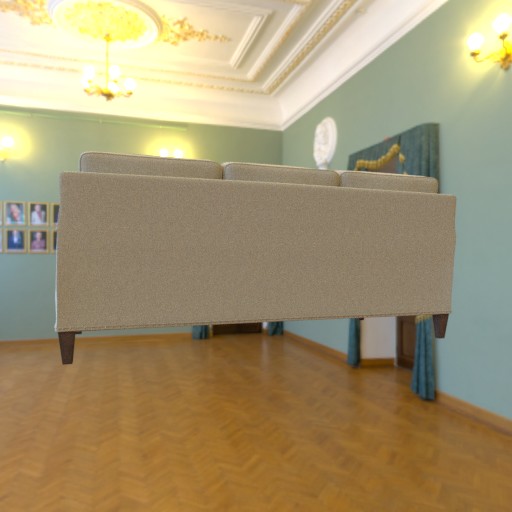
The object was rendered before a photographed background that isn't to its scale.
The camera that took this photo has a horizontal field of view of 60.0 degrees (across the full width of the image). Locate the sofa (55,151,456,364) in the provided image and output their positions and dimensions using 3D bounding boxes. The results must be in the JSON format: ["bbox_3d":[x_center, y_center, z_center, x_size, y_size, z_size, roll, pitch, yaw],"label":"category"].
[{"bbox_3d":[0.000,0.000,2.763,2.246,1.003,1.084,0,-1,-19],"label":"sofa"}]
